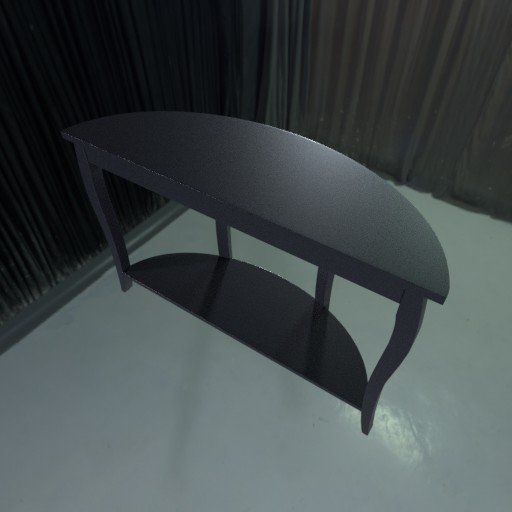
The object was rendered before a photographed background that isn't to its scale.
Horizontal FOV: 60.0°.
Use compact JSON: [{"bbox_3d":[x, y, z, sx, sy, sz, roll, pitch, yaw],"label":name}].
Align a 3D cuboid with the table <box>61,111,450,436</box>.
[{"bbox_3d":[0.000,0.000,1.562,1.219,0.780,0.394,25,51,22],"label":"table"}]
